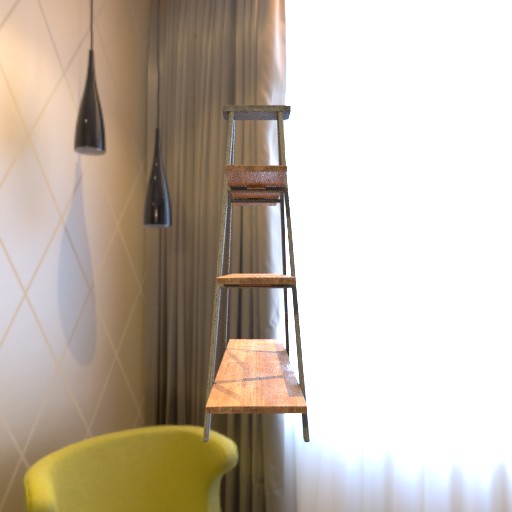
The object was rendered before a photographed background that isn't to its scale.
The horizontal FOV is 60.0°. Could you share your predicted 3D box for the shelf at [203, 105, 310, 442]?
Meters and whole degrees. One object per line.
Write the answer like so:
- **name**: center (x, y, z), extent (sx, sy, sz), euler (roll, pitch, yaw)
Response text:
- **shelf**: center (0.000, 0.000, 2.728), extent (0.508, 1.808, 1.746), euler (0, -2, 0)
